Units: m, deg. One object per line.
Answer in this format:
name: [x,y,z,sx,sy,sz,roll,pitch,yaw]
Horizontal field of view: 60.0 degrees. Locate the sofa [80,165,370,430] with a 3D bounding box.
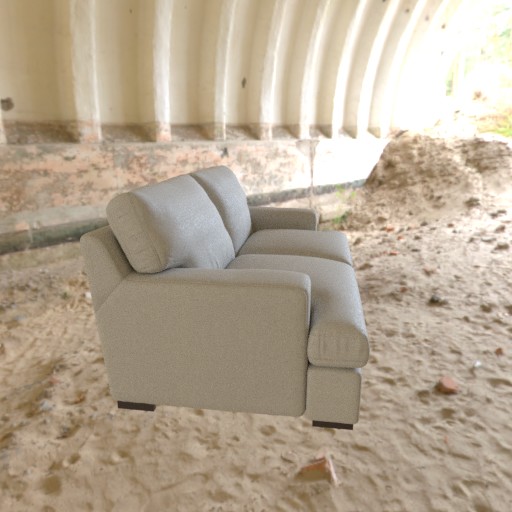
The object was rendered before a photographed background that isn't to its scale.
sofa: [0.000,0.000,2.575,1.143,0.940,1.880,2,15,8]
